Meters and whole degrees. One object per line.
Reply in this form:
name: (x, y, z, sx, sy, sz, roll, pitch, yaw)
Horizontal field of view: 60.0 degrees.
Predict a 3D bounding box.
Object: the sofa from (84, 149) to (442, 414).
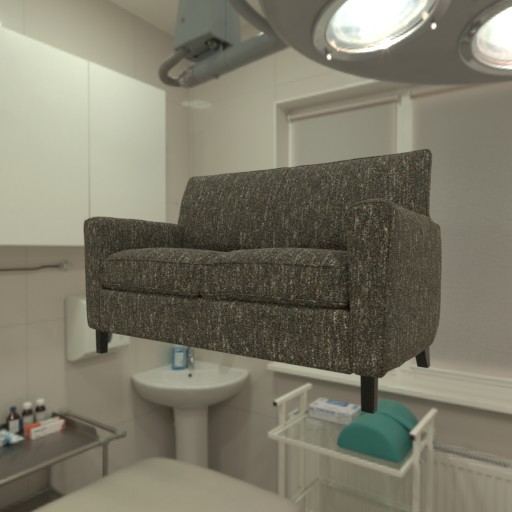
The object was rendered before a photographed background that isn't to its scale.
sofa: (0.000, 0.000, 2.046, 1.519, 0.946, 0.801, 1, 1, 35)
